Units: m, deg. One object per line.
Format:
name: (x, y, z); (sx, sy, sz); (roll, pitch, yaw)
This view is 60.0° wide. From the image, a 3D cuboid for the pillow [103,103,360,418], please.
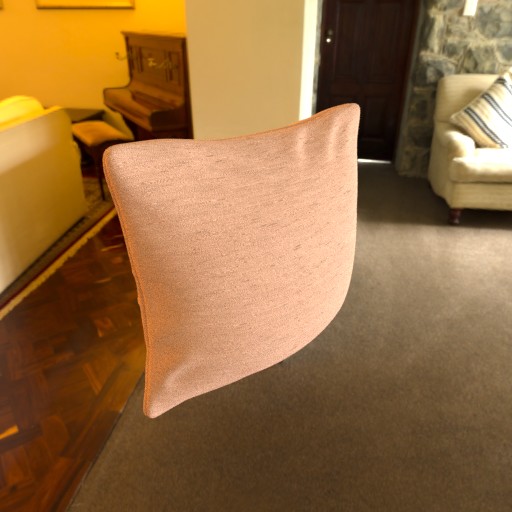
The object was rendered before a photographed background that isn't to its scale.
pillow: (0.000, 0.000, 0.692); (0.432, 0.415, 0.246); (-22, 35, -35)
